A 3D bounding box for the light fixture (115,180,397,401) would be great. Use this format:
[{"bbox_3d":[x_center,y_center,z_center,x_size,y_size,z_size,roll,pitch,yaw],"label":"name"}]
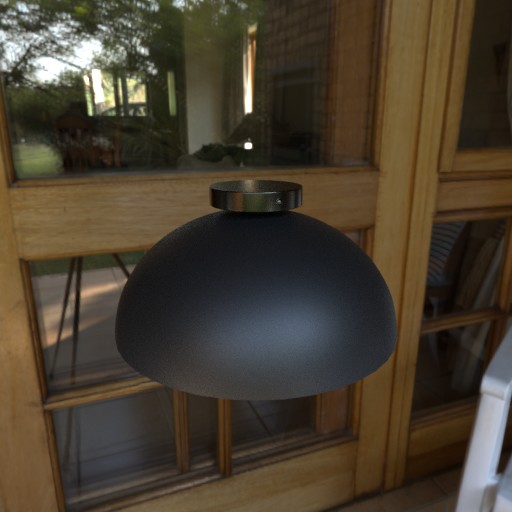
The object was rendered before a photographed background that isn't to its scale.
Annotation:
[{"bbox_3d":[0.000,0.000,0.559,0.355,0.177,0.355,0,16,0],"label":"light fixture"}]
